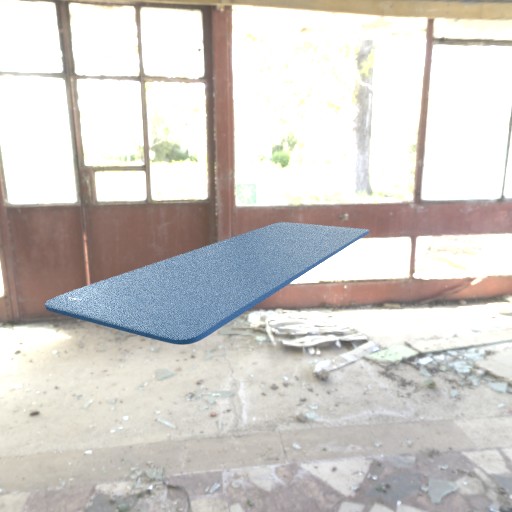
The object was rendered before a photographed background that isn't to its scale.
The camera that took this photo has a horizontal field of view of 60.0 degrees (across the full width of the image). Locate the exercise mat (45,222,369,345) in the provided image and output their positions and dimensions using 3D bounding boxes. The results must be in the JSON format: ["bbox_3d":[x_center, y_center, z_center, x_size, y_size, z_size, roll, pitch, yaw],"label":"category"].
[{"bbox_3d":[0.000,0.000,2.094,0.616,0.021,1.869,7,16,28],"label":"exercise mat"}]
